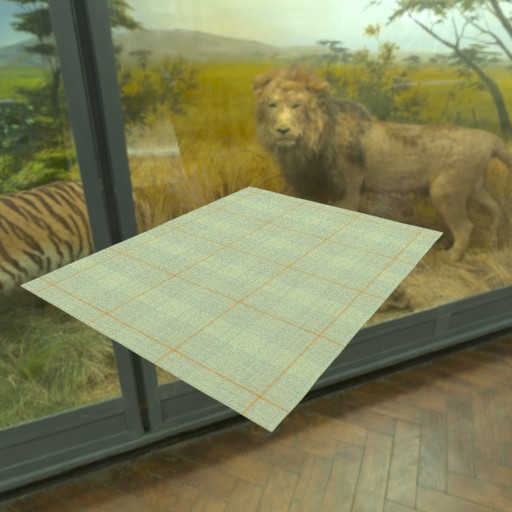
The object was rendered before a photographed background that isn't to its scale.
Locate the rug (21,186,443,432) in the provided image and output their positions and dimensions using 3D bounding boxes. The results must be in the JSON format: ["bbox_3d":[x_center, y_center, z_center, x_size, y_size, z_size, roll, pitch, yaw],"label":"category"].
[{"bbox_3d":[0.000,0.000,3.997,2.448,0.021,3.051,19,33,32],"label":"rug"}]
